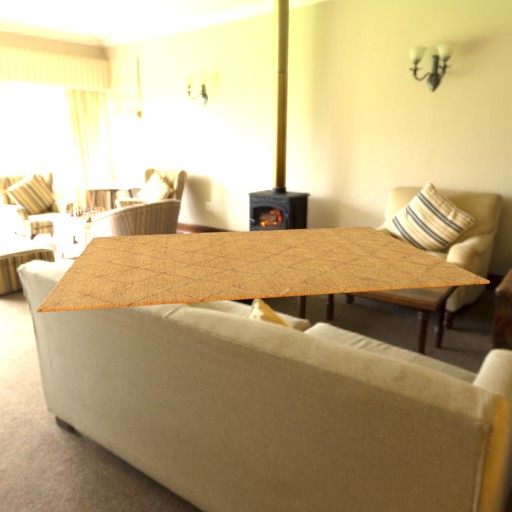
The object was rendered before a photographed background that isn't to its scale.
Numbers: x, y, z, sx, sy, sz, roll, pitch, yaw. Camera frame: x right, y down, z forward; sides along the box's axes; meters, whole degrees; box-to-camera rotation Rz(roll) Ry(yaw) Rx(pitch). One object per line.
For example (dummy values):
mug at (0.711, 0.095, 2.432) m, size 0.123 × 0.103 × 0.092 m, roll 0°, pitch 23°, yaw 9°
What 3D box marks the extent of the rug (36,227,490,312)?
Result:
rug at (0.000, 0.000, 2.919) m, size 2.292 × 0.014 × 1.528 m, roll -3°, pitch 15°, yaw -10°
